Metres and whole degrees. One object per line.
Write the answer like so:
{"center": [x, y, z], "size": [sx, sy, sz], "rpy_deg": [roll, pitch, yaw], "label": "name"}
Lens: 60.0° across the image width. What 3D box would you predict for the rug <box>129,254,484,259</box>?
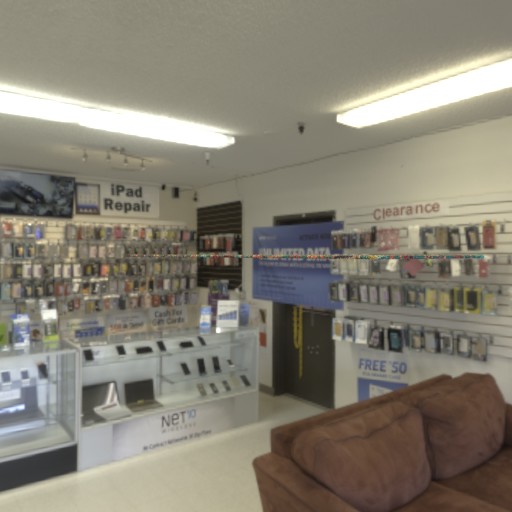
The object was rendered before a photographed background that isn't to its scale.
{"center": [0.000, 0.000, 2.539], "size": [0.686, 0.013, 2.286], "rpy_deg": [0, 0, -36], "label": "rug"}
